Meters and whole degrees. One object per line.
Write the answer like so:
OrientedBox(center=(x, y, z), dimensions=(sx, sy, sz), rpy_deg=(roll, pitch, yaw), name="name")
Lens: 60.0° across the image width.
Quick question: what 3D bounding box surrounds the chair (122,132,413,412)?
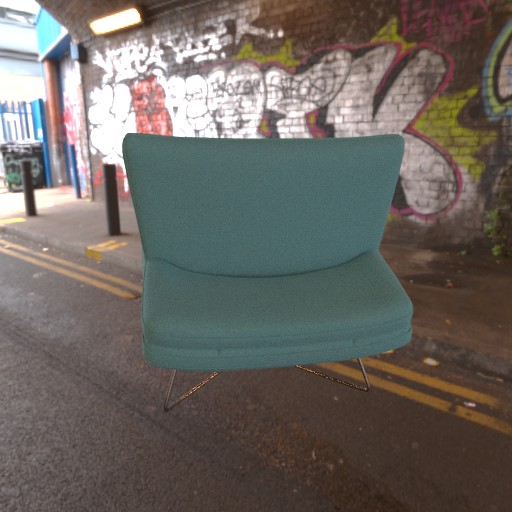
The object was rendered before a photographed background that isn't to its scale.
OrientedBox(center=(0.000, 0.000, 1.624), dimensions=(0.859, 0.855, 1.008), rpy_deg=(-2, 14, -10), name="chair")
